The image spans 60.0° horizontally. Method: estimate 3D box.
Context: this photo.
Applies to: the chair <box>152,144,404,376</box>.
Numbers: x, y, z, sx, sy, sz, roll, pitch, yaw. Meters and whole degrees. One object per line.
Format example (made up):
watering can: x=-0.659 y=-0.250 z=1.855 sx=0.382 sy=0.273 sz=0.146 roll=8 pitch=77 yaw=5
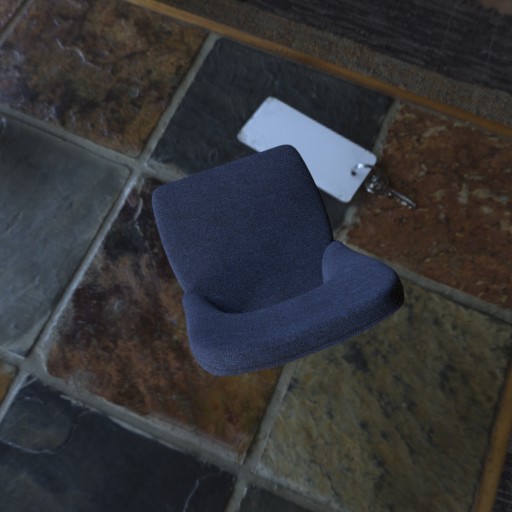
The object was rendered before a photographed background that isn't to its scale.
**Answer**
chair: x=0.000 y=0.000 z=1.250 sx=0.470 sy=0.931 sz=0.612 roll=-20 pitch=76 yaw=-5
